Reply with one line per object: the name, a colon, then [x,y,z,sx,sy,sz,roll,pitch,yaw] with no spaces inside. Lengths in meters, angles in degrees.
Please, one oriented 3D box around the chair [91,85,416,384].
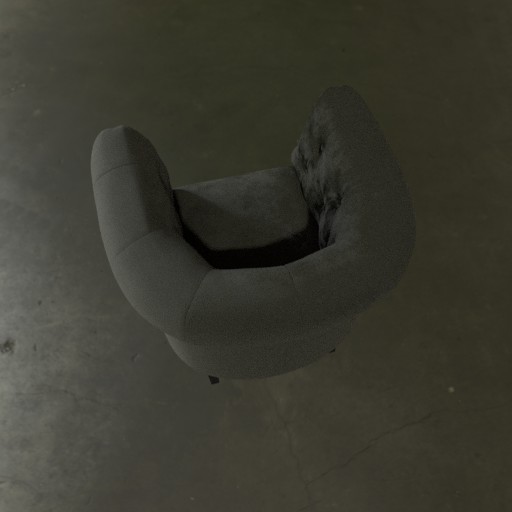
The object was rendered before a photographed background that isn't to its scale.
chair: [0.000,0.000,1.557,0.904,0.826,0.851,-13,60,-8]
